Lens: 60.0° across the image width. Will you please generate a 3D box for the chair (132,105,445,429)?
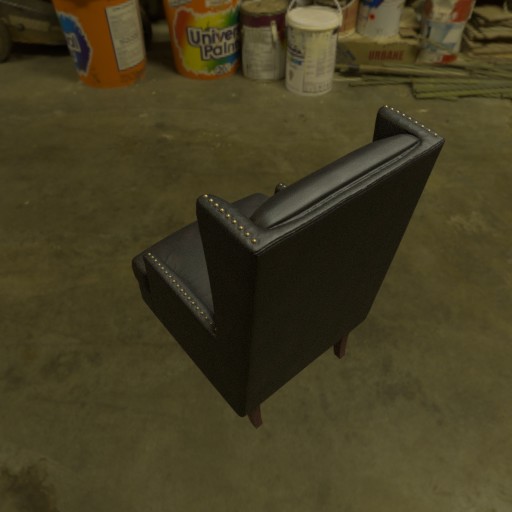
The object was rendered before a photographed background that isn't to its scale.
[{"bbox_3d":[0.000,0.000,1.646,0.703,1.142,0.799,-31,54,-26],"label":"chair"}]
